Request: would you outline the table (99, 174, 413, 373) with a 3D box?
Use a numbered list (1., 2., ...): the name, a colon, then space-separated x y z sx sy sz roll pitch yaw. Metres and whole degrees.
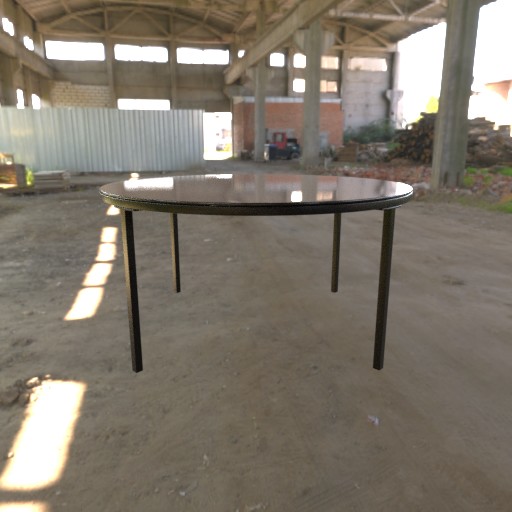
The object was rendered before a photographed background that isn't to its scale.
1. table: 0.000 0.000 1.241 0.800 0.400 0.800 0 14 0
